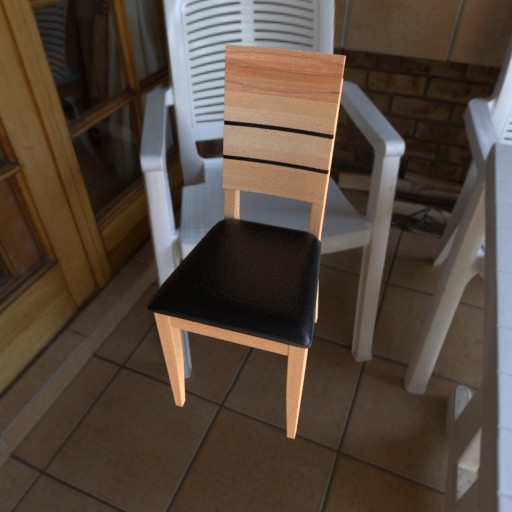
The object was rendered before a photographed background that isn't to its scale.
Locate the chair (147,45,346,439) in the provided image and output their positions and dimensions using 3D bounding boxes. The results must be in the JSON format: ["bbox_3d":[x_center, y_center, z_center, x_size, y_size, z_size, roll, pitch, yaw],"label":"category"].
[{"bbox_3d":[0.000,0.000,1.219,0.410,0.940,0.520,11,43,12],"label":"chair"}]
